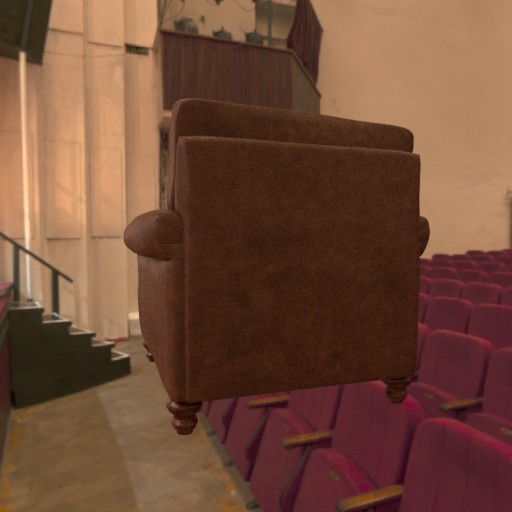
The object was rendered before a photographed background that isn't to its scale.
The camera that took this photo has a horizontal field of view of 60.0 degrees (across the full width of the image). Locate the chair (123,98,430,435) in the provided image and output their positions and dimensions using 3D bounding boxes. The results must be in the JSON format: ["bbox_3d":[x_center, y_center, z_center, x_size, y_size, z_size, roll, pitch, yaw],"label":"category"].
[{"bbox_3d":[0.000,0.000,1.760,0.996,0.976,1.002,-1,2,-19],"label":"chair"}]
